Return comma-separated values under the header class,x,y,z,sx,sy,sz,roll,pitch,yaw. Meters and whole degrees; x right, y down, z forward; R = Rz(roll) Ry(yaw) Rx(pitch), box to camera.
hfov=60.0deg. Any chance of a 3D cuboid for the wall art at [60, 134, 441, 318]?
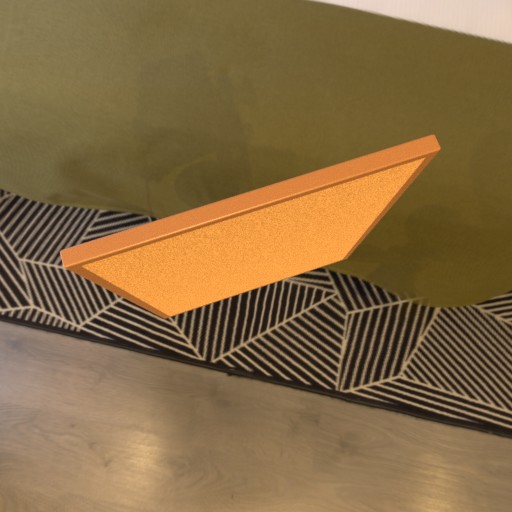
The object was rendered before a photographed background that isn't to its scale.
class,x,y,z,sx,sy,sz,roll,pitch,yaw
wall art,0.000,0.000,0.530,0.310,0.379,0.015,-18,77,-4
